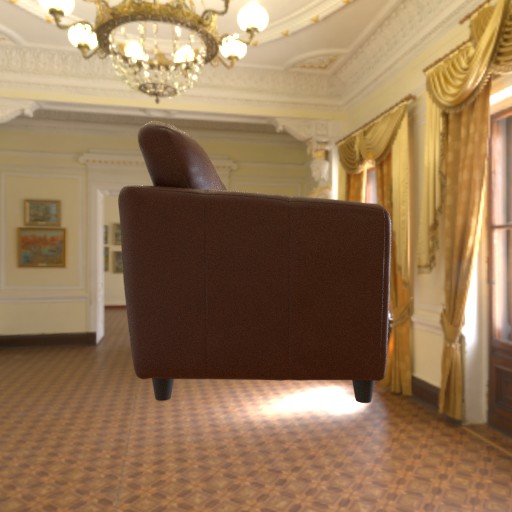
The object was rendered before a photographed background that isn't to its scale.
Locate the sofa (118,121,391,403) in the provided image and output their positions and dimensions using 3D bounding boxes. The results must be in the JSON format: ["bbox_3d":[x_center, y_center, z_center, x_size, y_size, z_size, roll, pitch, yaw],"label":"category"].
[{"bbox_3d":[0.000,0.000,1.950,0.805,0.906,1.406,0,0,1],"label":"sofa"}]
